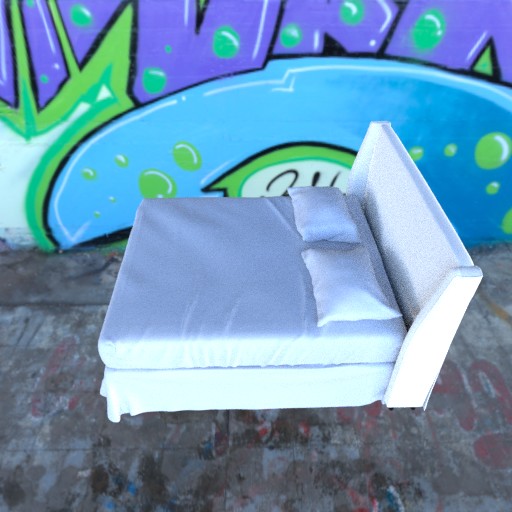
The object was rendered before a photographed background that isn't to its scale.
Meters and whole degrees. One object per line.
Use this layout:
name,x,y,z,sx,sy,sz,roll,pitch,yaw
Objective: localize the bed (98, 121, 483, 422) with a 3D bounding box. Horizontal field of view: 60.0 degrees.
bed,0.000,0.000,3.350,2.276,1.332,1.925,-1,40,-1
